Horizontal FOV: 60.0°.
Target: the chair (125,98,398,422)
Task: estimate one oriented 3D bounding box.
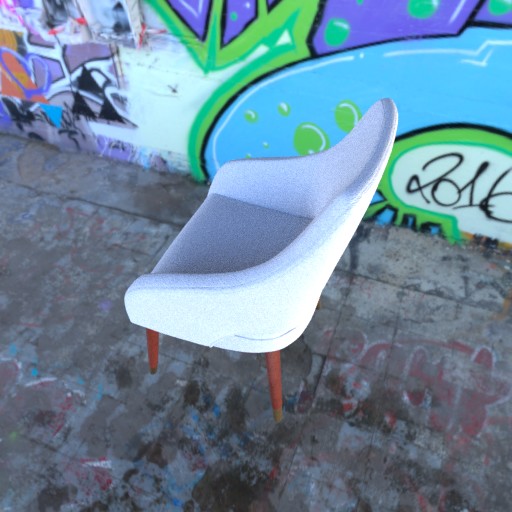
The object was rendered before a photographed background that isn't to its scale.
[{"bbox_3d":[0.000,0.000,1.290,0.600,0.889,0.609,15,47,14],"label":"chair"}]
